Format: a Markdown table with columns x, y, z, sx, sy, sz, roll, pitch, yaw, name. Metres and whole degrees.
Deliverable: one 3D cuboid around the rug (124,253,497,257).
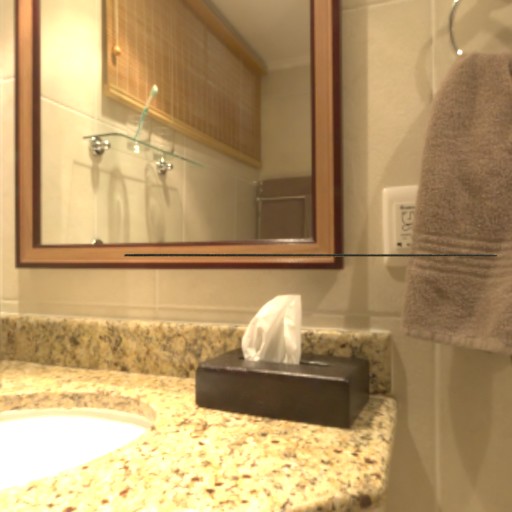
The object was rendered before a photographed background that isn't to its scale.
| x | y | z | sx | sy | sz | roll | pitch | yaw | name |
| --- | --- | --- | --- | --- | --- | --- | --- | --- | --- |
| 0.000 | 0.000 | 4.264 | 2.432 | 0.018 | 3.342 | 0 | 0 | -17 | rug |
